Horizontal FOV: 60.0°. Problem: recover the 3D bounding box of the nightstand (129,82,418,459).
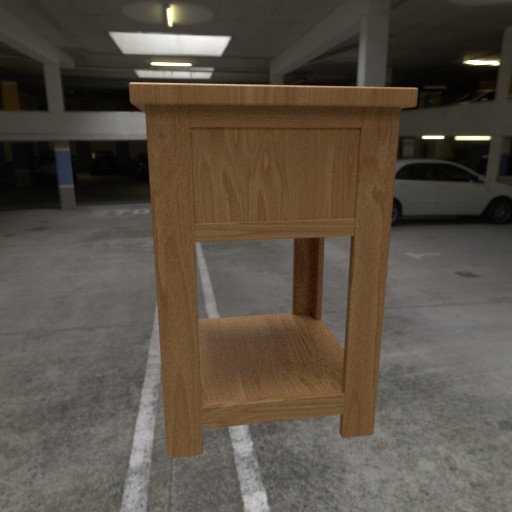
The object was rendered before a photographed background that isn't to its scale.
[{"bbox_3d":[0.000,0.000,0.908,0.418,0.614,0.428,-3,15,-9],"label":"nightstand"}]
